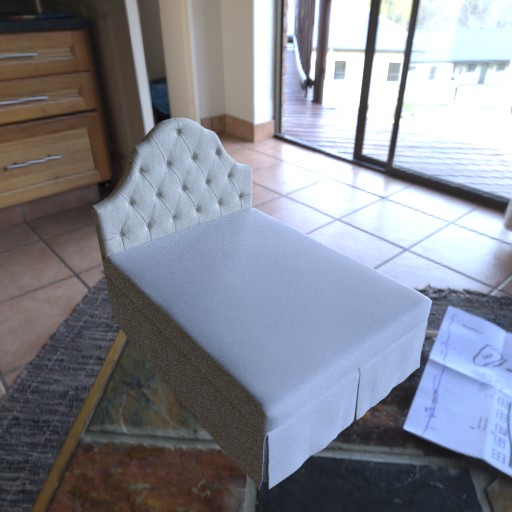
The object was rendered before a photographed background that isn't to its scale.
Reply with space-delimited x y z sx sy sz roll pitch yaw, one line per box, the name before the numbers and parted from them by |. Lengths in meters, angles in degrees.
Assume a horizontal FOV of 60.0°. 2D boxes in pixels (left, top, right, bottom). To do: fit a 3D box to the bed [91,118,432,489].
bed | 0.000 0.000 3.207 1.627 1.575 2.092 -23 38 -33
